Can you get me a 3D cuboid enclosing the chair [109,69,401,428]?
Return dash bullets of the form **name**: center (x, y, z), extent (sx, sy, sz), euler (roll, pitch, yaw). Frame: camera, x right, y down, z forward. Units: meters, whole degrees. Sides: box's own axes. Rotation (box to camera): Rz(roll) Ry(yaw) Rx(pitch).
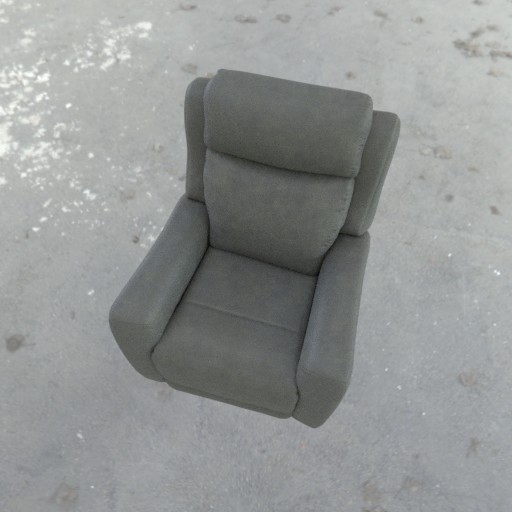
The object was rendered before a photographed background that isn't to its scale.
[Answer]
- **chair**: center (0.000, 0.000, 1.912), extent (0.967, 1.116, 1.068), euler (14, 59, 9)
